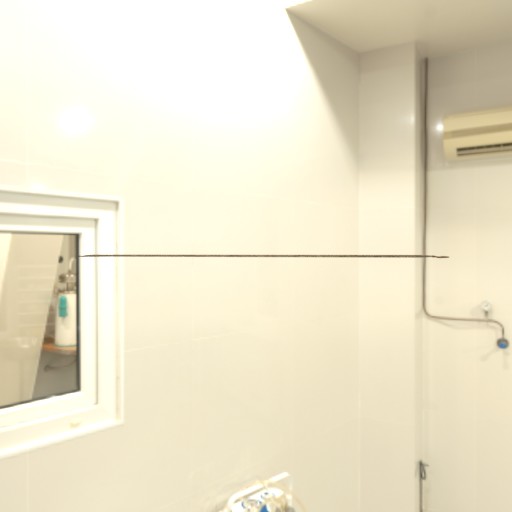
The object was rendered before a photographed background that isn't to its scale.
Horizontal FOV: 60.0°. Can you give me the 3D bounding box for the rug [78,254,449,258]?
[{"bbox_3d":[0.000,0.000,2.885,2.378,0.018,1.324,0,0,37],"label":"rug"}]
